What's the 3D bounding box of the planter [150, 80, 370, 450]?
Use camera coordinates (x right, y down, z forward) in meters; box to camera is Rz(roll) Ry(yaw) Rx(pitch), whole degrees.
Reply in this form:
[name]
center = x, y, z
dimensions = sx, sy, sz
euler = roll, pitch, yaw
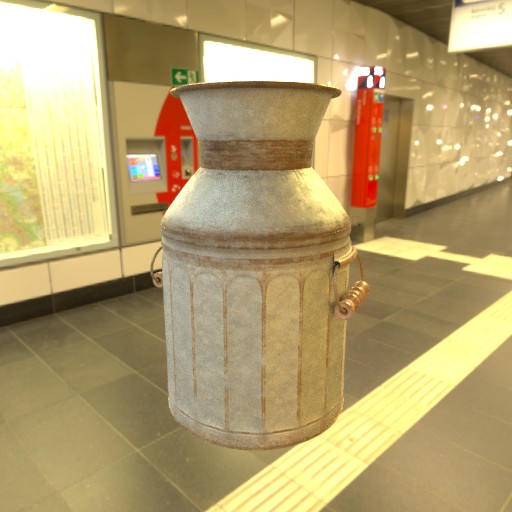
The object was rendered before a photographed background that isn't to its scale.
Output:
[planter]
center = 0.000, 0.000, 0.510
dimensions = 0.248, 0.358, 0.215
euler = 7, 16, 25
